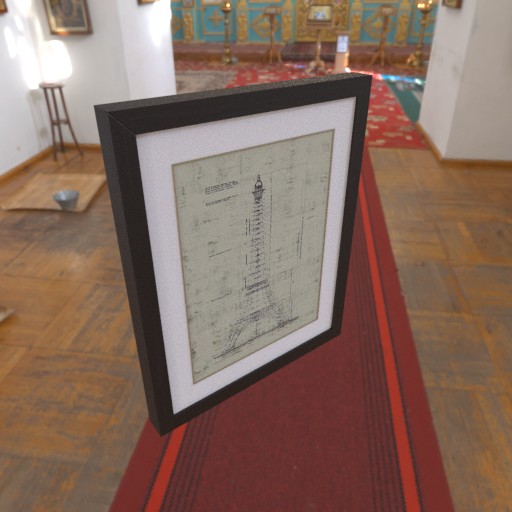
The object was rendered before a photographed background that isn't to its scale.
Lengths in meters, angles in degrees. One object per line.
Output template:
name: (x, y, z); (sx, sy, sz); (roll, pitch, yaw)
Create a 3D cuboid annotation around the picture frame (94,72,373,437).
picture frame: (0.000, 0.000, 0.771); (0.452, 0.555, 0.044); (-21, 36, -32)
